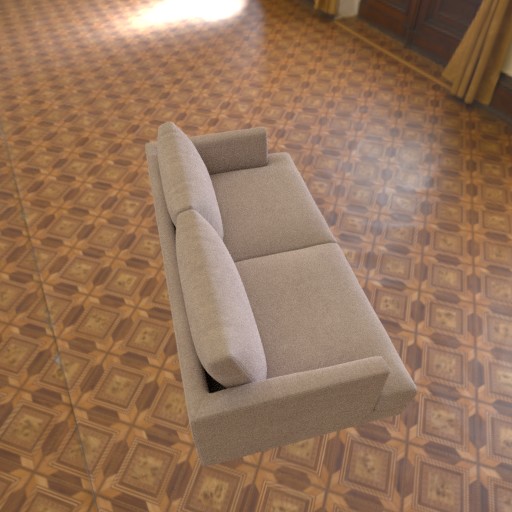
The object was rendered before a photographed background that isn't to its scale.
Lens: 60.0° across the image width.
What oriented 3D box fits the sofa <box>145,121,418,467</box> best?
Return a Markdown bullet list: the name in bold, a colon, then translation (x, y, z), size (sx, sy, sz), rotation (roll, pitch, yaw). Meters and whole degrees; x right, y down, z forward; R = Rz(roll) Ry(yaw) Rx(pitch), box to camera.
- **sofa**: translation (0.000, 0.000, 2.525), size (1.020, 0.868, 1.948), rotation (-11, 48, -10)
